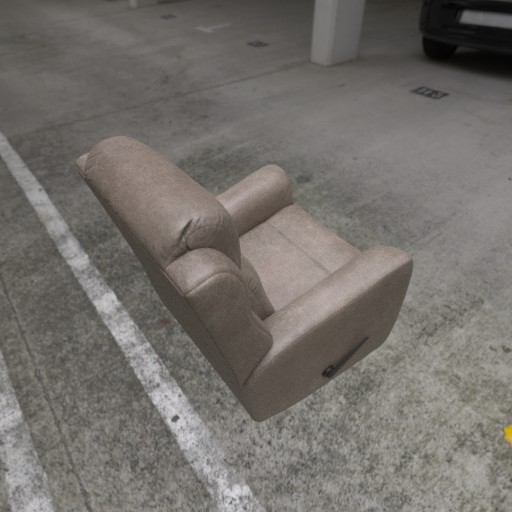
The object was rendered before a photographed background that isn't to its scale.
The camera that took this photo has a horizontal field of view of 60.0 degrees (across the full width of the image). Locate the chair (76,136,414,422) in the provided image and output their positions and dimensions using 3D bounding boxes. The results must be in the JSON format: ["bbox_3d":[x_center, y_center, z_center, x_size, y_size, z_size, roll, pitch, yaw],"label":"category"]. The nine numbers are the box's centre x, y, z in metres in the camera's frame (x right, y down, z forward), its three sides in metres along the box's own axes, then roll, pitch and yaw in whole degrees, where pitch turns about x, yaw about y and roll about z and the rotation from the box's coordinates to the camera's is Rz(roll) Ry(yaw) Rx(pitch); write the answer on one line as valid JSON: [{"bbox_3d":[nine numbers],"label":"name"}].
[{"bbox_3d":[0.000,0.000,1.912,1.068,1.116,0.967,-26,48,-26],"label":"chair"}]
